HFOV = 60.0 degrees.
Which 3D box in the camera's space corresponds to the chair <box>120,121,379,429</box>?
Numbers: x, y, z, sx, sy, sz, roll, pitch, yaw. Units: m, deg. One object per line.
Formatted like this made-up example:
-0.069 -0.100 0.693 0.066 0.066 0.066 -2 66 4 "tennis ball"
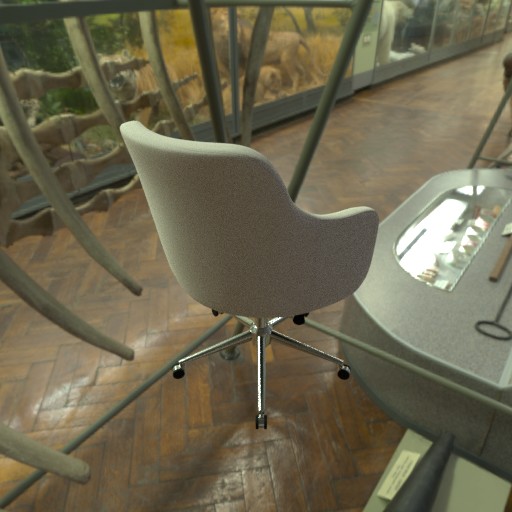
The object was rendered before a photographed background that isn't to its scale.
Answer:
0.000 0.000 1.263 0.602 0.819 0.647 21 37 31 "chair"
